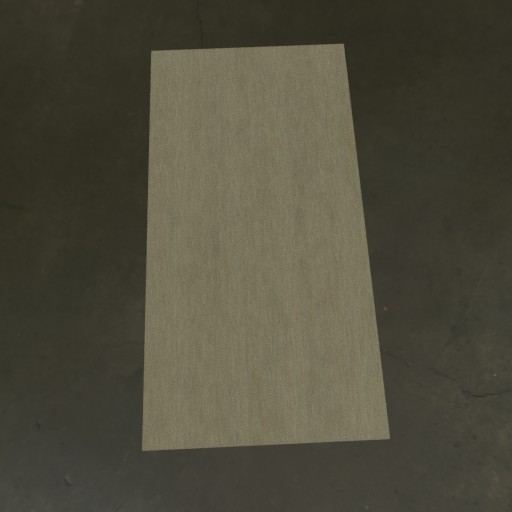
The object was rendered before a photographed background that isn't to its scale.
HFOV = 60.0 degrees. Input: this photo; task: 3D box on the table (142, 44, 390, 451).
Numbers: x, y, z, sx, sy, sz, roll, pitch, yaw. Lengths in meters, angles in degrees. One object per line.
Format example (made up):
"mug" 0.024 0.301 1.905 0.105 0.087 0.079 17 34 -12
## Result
"table" 0.000 0.000 1.910 0.729 0.874 1.397 -2 74 -1
